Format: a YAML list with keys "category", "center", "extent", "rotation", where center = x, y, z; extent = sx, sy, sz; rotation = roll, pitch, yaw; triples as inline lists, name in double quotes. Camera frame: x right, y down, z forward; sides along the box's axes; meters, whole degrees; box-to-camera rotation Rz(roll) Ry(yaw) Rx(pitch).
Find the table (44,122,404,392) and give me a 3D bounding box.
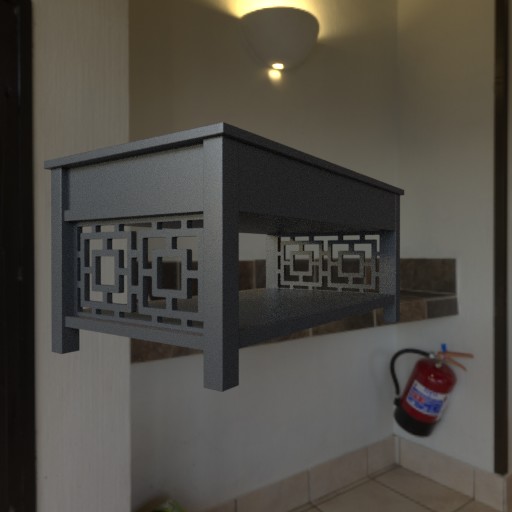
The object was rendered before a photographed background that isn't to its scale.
- category: "table"
  center: [0.000, 0.000, 1.412]
  extent: [0.612, 0.493, 1.068]
  rotation: [0, 1, 35]
